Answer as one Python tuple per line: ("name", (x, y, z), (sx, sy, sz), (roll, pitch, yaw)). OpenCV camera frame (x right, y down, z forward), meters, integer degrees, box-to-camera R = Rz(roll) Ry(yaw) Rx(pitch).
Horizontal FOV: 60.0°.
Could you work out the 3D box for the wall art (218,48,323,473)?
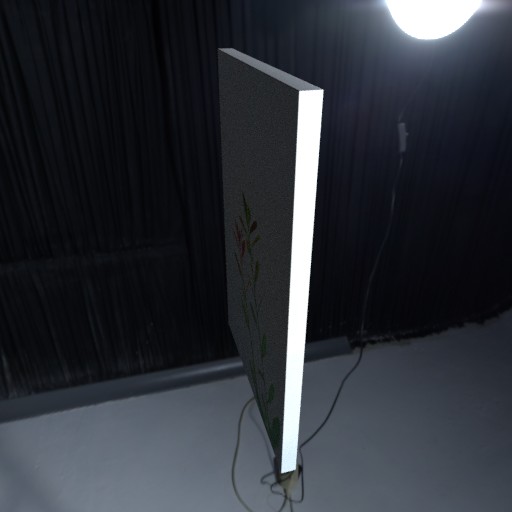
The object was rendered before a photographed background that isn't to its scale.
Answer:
("wall art", (0.000, 0.000, 1.140), (0.039, 0.915, 0.612), (-8, 31, -13))
